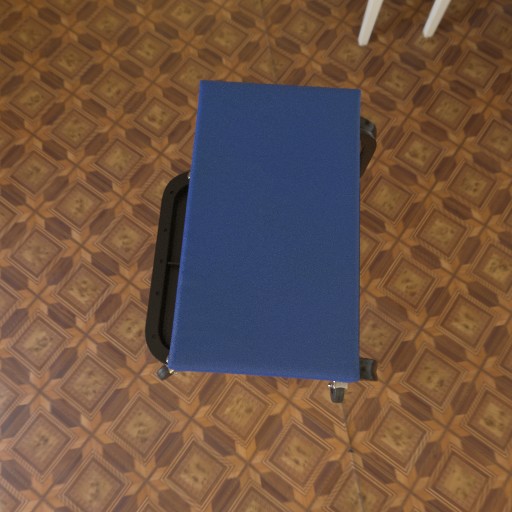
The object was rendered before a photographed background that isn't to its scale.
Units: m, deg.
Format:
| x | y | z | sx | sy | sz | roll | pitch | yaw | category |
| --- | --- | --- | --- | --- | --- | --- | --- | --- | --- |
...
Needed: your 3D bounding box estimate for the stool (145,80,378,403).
| x | y | z | sx | sy | sz | roll | pitch | yaw | category |
| --- | --- | --- | --- | --- | --- | --- | --- | --- | --- |
| 0.000 | 0.000 | 0.710 | 0.371 | 0.380 | 0.446 | 4 | 75 | 1 | stool |
